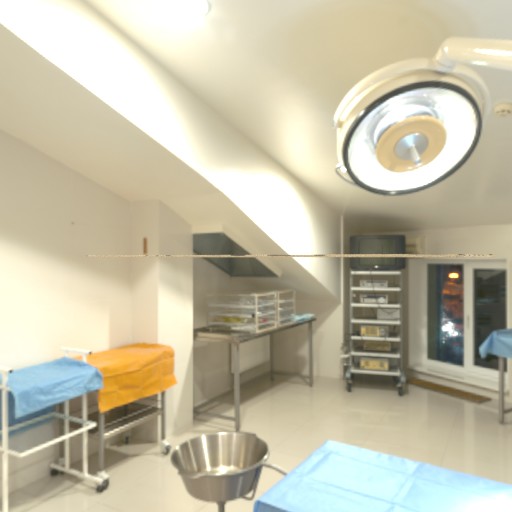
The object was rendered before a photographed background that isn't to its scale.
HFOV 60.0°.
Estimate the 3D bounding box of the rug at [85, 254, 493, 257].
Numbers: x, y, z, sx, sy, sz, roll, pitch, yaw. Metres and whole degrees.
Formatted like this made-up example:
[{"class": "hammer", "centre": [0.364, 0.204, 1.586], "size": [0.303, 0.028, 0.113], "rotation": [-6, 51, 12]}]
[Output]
[{"class": "rug", "centre": [0.000, 0.000, 2.513], "size": [2.301, 0.017, 0.692], "rotation": [0, 0, 36]}]
